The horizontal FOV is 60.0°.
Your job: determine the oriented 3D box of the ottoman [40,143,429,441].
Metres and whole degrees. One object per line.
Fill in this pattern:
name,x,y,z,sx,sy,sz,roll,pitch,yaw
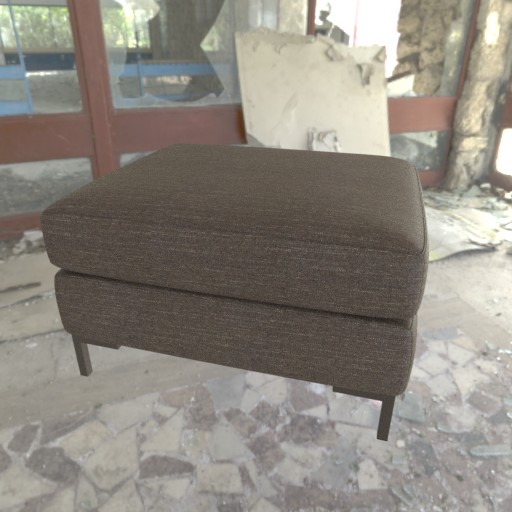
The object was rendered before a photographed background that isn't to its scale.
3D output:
ottoman,0.000,0.000,1.200,0.820,0.490,0.671,7,27,14
